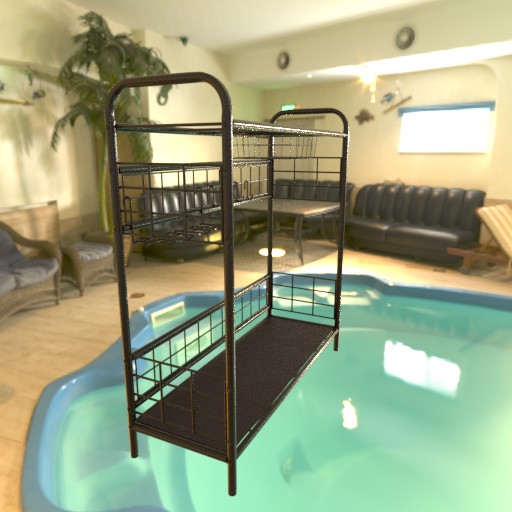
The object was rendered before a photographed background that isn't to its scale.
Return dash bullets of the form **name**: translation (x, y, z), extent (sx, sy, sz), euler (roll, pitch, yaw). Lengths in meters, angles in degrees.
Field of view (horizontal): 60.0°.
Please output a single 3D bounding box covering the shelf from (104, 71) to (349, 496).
- **shelf**: translation (0.000, 0.000, 1.505), extent (0.350, 1.026, 0.961), euler (7, 15, 26)
